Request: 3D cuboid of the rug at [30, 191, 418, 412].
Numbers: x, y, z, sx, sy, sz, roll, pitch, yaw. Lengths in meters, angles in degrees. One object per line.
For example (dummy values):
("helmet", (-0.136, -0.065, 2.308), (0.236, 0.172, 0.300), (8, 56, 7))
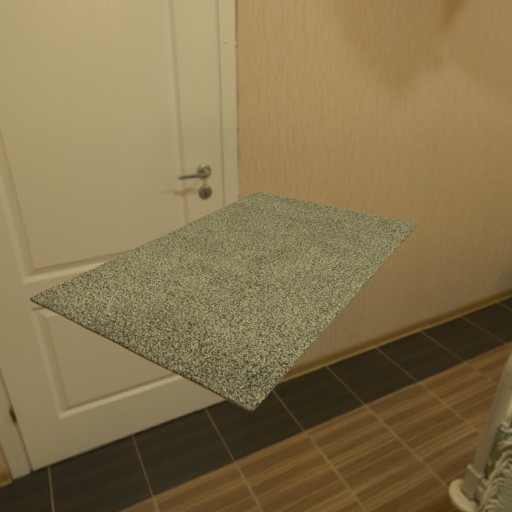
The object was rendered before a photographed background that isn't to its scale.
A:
("rug", (0.000, 0.000, 3.507), (1.778, 0.030, 2.743), (16, 30, 30))
